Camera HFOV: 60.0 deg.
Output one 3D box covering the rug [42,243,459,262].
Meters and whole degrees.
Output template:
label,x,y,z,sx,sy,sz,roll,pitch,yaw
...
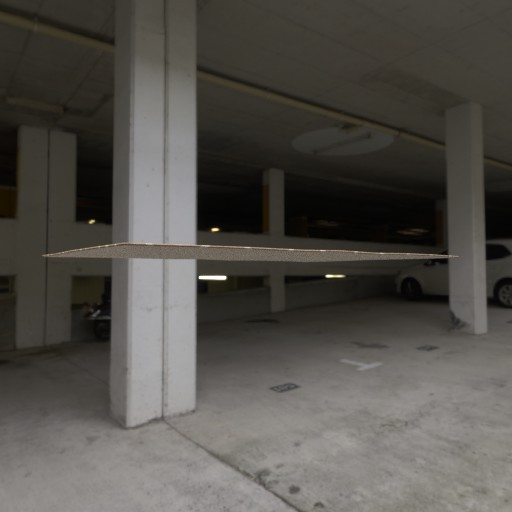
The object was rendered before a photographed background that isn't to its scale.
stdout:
label,x,y,z,sx,sy,sz,roll,pitch,yaw
rug,0.000,0.000,2.212,1.761,0.013,1.152,2,-3,-36
